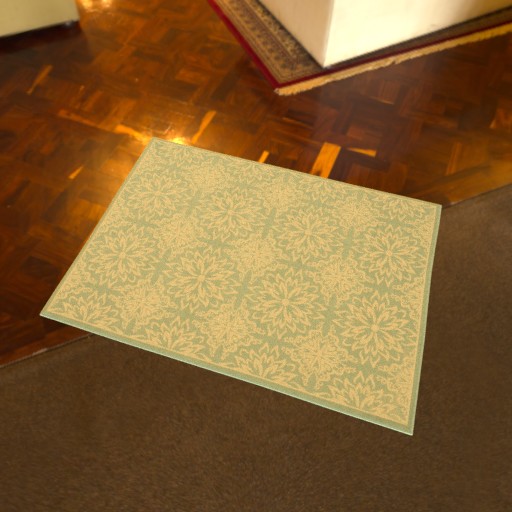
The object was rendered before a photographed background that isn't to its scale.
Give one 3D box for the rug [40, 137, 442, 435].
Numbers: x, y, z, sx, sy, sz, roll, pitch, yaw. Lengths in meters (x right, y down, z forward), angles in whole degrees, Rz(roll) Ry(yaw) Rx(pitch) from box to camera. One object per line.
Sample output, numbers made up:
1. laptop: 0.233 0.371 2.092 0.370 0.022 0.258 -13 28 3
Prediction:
1. rug: 0.000 0.000 2.865 2.205 0.014 1.589 15 59 9
